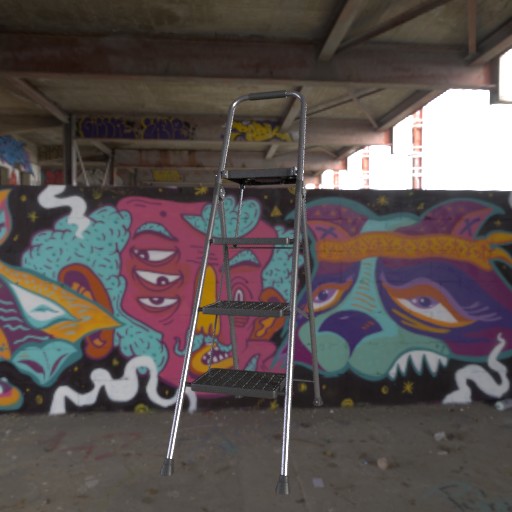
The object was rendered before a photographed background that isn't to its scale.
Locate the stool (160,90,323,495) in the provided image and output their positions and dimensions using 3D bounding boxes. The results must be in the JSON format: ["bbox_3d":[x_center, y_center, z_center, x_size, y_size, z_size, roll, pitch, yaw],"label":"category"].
[{"bbox_3d":[0.000,0.000,1.588,0.396,1.277,0.733,0,2,16],"label":"stool"}]
